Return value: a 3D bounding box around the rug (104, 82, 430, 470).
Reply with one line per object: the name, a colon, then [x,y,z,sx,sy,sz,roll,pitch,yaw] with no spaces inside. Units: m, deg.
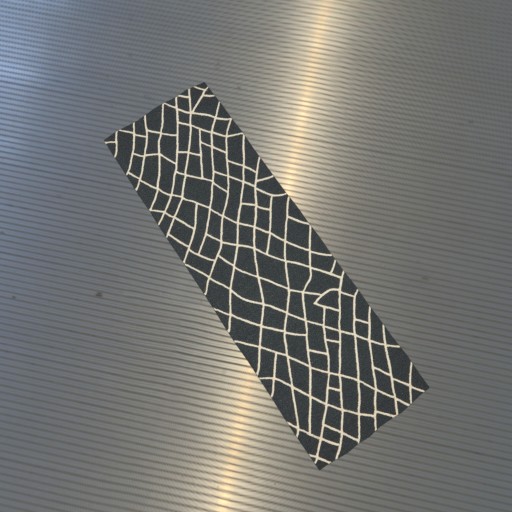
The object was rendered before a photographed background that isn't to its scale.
rug: [0.000,0.000,2.767,0.807,0.010,2.476,-33,79,-7]
